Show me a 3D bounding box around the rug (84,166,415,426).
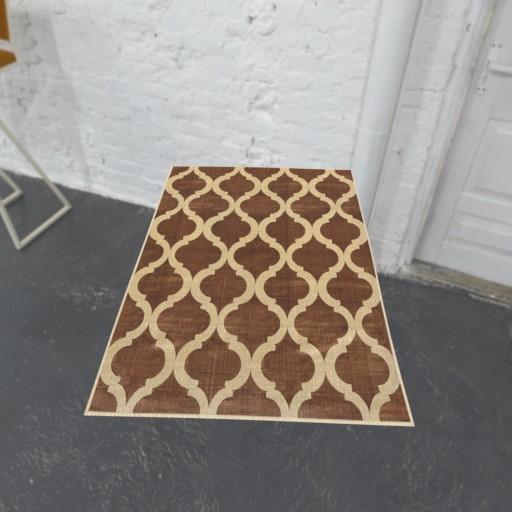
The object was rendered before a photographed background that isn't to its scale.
[{"bbox_3d":[0.000,0.000,2.879,1.522,0.008,2.284,1,41,2],"label":"rug"}]
